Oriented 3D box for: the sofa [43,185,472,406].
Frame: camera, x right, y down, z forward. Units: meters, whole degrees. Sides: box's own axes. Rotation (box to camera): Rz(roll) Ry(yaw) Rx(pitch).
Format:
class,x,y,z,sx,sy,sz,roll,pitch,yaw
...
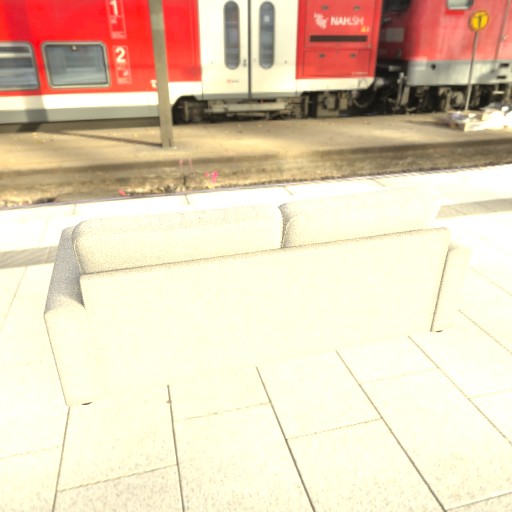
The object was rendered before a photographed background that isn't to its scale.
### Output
class,x,y,z,sx,sy,sz,roll,pitch,yaw
sofa,0.000,0.000,2.619,2.179,0.873,1.016,-8,28,-15
